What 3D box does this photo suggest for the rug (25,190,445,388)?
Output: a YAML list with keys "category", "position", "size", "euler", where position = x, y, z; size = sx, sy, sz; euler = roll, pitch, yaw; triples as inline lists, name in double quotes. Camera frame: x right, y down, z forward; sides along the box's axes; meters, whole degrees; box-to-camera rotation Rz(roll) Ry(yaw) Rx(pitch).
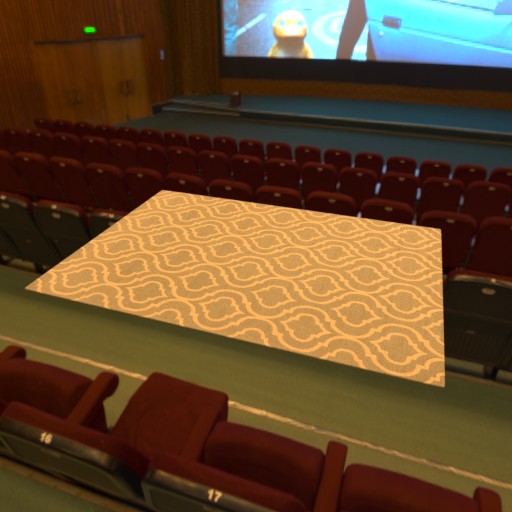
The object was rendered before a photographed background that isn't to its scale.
- category: "rug"
  position: [0.000, 0.000, 2.629]
  size: [2.080, 0.010, 1.451]
  euler: [10, 32, 16]
